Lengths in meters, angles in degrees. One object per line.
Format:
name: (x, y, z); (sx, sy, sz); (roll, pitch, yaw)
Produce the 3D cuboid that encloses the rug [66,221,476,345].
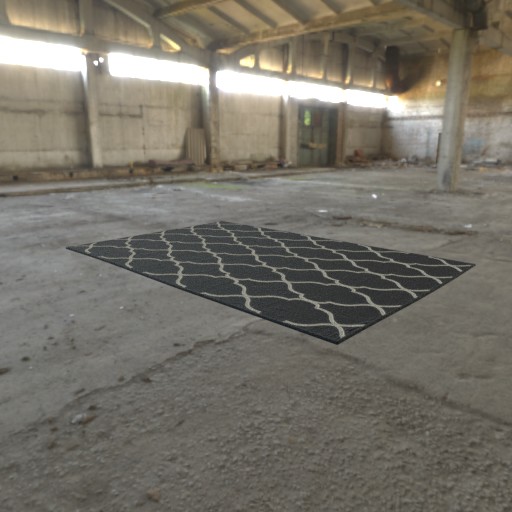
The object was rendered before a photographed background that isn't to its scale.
rug: (0.000, 0.000, 2.927); (2.290, 0.014, 1.526); (13, 19, 41)
